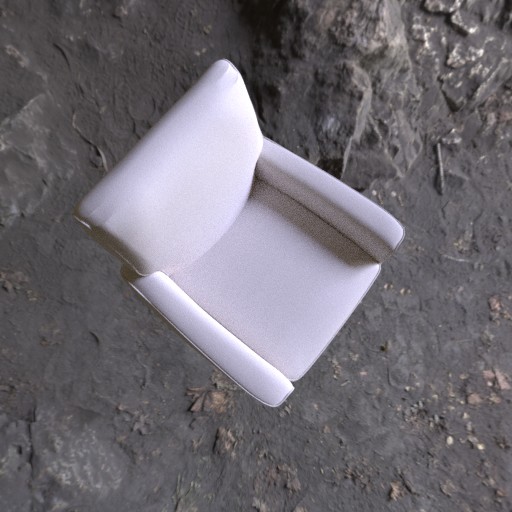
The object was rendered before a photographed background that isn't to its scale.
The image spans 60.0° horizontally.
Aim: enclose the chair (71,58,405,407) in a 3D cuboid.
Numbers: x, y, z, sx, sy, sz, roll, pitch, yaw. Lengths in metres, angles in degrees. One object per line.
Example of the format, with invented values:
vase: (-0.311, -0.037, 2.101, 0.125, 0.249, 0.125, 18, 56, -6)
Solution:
chair: (0.000, 0.000, 1.714, 0.858, 1.028, 0.841, 37, 78, 9)
